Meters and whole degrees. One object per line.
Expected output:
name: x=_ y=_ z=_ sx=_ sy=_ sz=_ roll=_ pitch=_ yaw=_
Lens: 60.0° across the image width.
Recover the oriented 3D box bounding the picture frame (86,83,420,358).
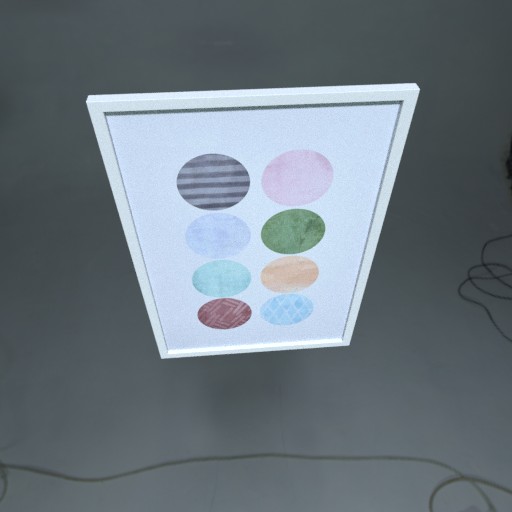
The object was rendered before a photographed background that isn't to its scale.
picture frame: x=0.000 y=0.000 z=0.564 sx=0.305 sy=0.434 sz=0.013 roll=-3 pitch=46 yaw=-3
